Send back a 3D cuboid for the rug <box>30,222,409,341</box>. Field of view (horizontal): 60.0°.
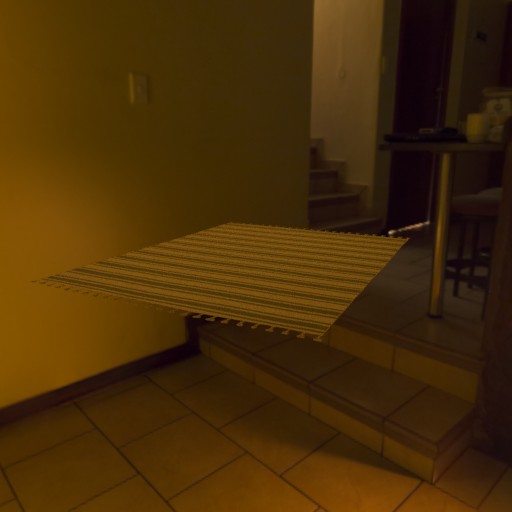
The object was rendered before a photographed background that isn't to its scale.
[{"bbox_3d":[0.000,0.000,4.354,2.439,0.005,3.201,7,16,26],"label":"rug"}]
